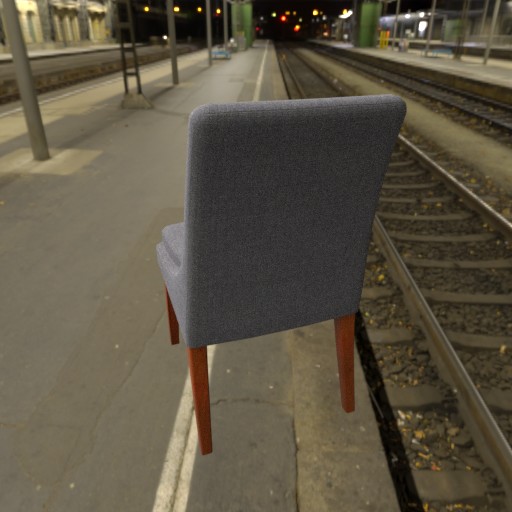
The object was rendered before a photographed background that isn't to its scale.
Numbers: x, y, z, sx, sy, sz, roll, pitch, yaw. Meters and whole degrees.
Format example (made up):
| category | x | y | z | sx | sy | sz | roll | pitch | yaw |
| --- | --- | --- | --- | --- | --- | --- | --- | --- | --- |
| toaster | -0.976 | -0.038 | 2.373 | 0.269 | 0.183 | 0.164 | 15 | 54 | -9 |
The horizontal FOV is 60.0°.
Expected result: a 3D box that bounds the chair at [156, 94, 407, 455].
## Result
| category | x | y | z | sx | sy | sz | roll | pitch | yaw |
| --- | --- | --- | --- | --- | --- | --- | --- | --- | --- |
| chair | 0.000 | 0.000 | 1.308 | 0.508 | 0.952 | 0.655 | -9 | 28 | -17 |
